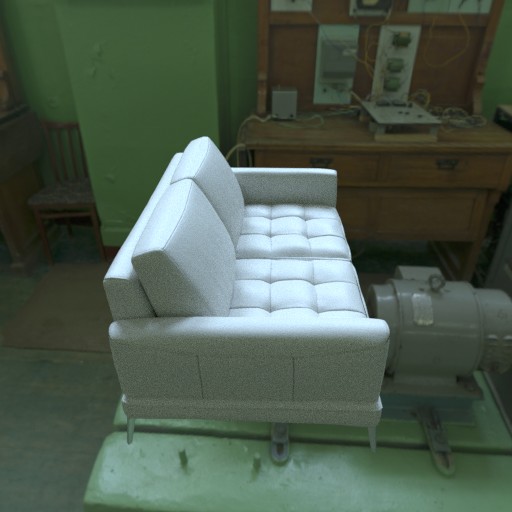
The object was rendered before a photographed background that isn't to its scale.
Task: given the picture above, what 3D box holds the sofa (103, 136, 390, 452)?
[{"bbox_3d":[0.000,0.000,2.465,1.121,0.930,1.819,1,32,2],"label":"sofa"}]
